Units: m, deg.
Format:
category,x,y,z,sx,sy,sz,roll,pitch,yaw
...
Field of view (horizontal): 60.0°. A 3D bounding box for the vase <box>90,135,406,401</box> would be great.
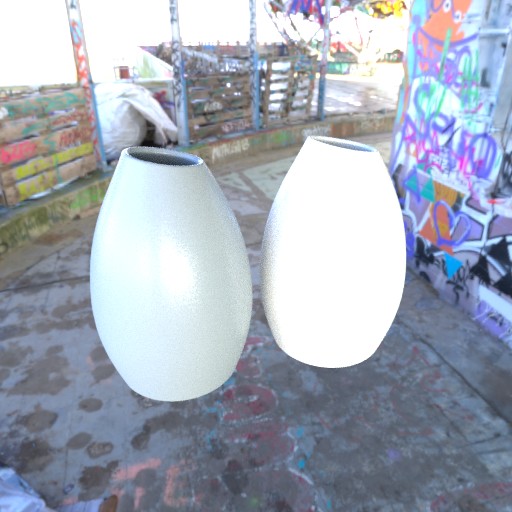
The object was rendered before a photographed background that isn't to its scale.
category,x,y,z,sx,sy,sz,roll,pitch,yaw
vase,0.000,0.000,0.259,0.187,0.131,0.089,-8,27,-15
